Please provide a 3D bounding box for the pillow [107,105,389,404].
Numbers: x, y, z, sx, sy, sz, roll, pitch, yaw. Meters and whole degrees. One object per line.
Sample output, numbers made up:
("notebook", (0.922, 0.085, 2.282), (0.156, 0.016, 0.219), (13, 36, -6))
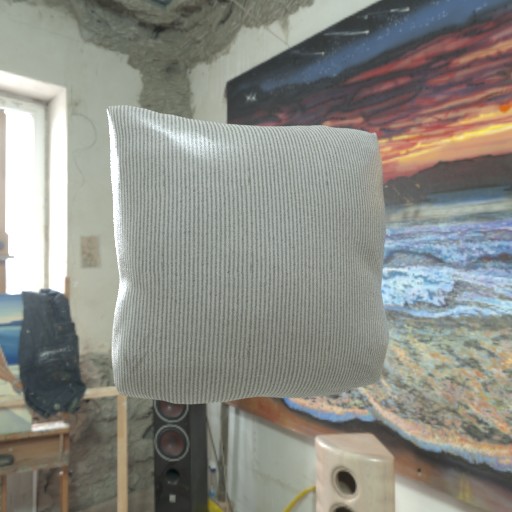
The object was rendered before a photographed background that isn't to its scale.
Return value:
("pillow", (0.000, 0.000, 0.681), (0.387, 0.432, 0.310), (0, -1, 18))
